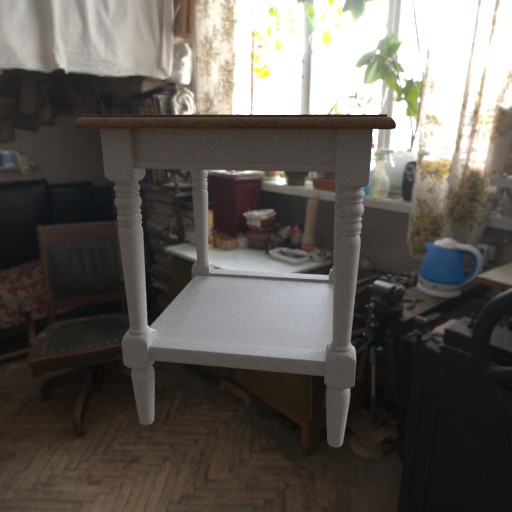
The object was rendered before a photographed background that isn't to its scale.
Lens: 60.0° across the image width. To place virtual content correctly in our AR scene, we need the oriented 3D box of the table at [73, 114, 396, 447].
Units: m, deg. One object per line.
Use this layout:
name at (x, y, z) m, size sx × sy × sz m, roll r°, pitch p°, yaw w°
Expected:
table at (0.000, 0.000, 0.931) m, size 0.457 × 0.561 × 0.508 m, roll 3°, pitch 17°, yaw 9°
